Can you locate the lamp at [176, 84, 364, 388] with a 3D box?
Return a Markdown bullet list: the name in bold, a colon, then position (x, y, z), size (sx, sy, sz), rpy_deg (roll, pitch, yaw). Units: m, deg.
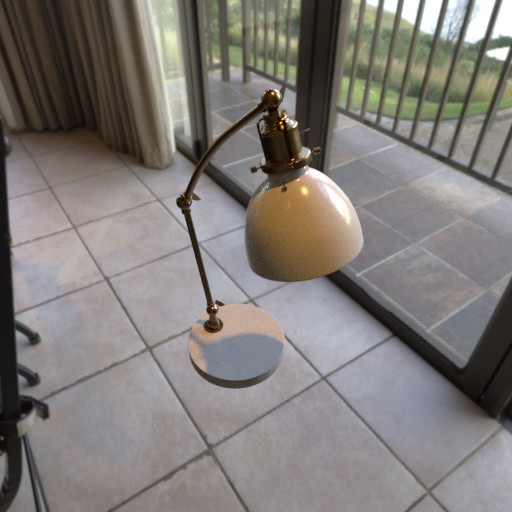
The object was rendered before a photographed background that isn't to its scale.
- **lamp**: position (0.000, 0.000, 0.677), size (0.317, 0.522, 0.186), rpy_deg (26, 47, 27)
